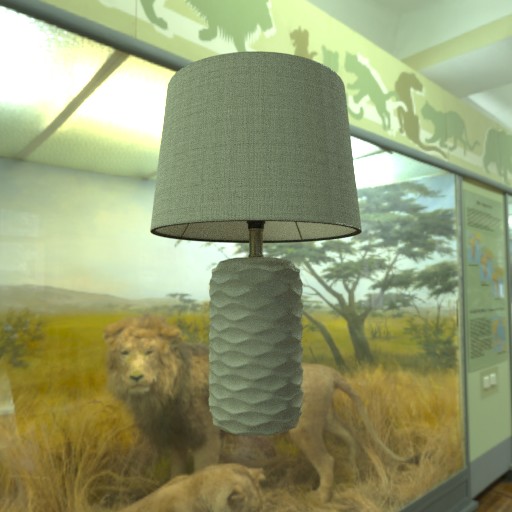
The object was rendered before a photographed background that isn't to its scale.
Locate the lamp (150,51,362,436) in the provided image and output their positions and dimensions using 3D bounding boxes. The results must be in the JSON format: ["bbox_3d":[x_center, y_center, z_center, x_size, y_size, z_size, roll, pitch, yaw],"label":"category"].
[{"bbox_3d":[0.000,0.000,0.807,0.376,0.594,0.376,0,-3,0],"label":"lamp"}]
